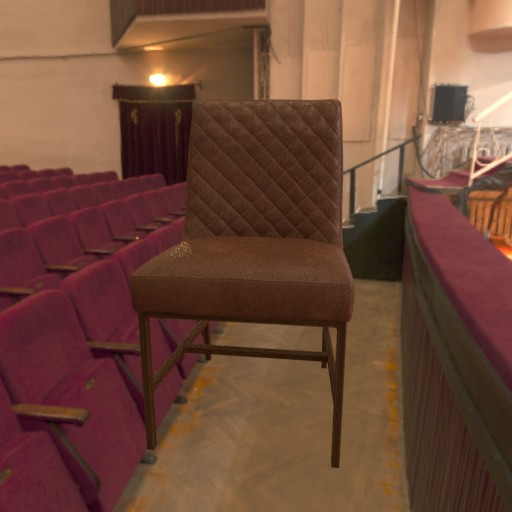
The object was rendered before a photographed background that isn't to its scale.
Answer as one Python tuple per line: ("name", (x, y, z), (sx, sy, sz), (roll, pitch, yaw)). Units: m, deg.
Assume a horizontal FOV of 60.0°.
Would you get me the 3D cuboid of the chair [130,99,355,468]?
("chair", (0.000, 0.000, 1.241), (0.508, 0.889, 0.587), (2, 14, 8))
